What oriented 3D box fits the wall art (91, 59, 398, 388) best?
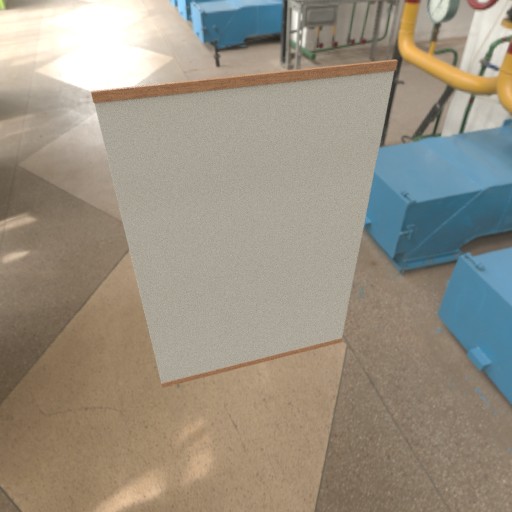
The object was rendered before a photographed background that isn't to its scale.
[{"bbox_3d":[0.000,0.000,1.911,1.019,1.527,0.019,-11,42,-13],"label":"wall art"}]
